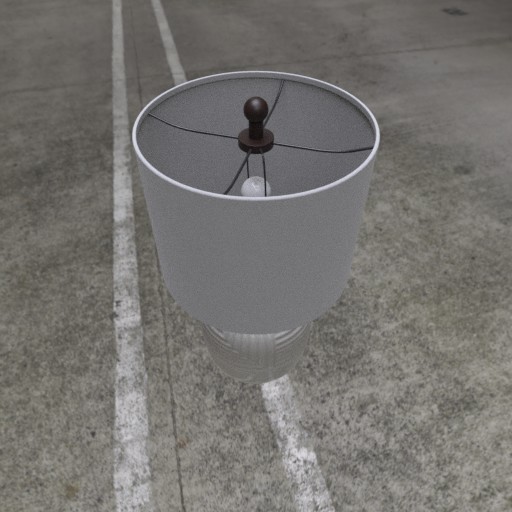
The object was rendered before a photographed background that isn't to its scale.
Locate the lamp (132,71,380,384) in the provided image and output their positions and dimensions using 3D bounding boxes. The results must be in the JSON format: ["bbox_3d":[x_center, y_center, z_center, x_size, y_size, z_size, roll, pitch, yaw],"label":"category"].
[{"bbox_3d":[0.000,0.000,0.757,0.318,0.567,0.318,0,46,0],"label":"lamp"}]
